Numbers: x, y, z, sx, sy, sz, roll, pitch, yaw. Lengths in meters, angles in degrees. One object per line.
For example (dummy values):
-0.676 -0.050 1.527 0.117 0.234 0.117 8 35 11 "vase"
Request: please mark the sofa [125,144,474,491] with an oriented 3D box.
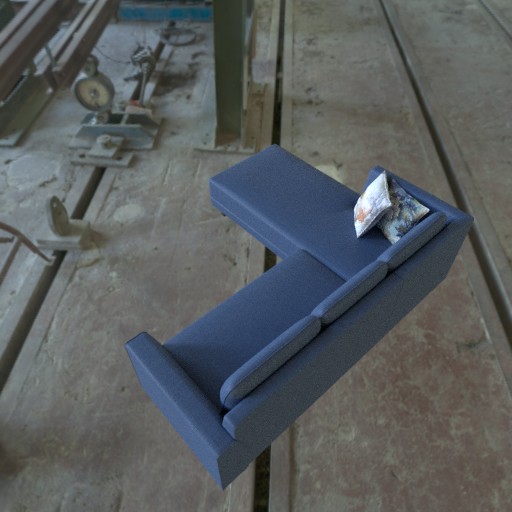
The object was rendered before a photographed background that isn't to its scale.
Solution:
0.000 0.000 3.019 2.120 0.787 1.829 -34 56 -27 "sofa"
